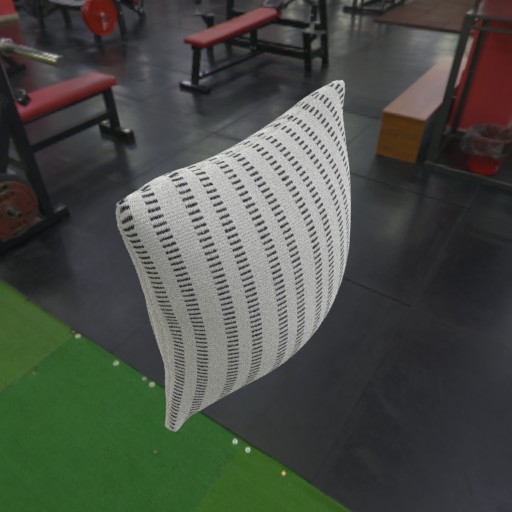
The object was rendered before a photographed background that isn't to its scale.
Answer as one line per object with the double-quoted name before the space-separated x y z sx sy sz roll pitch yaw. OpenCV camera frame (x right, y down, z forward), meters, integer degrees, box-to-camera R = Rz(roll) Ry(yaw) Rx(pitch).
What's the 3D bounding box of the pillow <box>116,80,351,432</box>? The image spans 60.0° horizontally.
"pillow" 0.000 0.000 0.679 0.247 0.419 0.438 26 46 27
